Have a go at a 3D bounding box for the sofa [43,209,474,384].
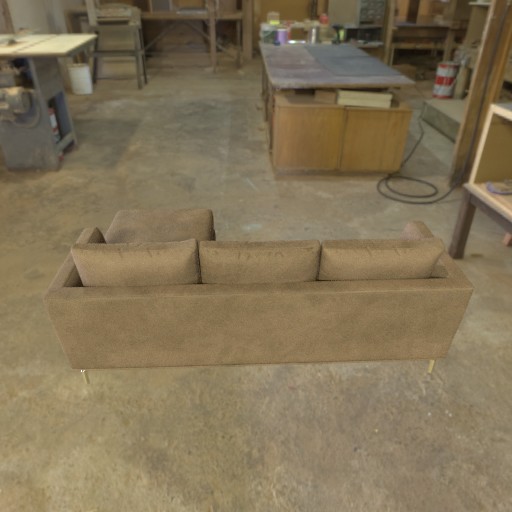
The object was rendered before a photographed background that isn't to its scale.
[{"bbox_3d":[0.000,0.000,3.297,2.438,0.987,1.622,-1,32,-2],"label":"sofa"}]
